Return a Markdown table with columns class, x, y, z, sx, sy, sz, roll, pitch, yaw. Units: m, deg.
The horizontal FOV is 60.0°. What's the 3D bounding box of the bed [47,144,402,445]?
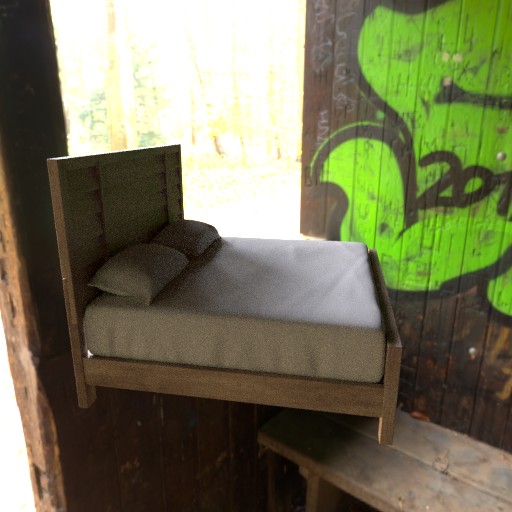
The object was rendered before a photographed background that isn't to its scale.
| class | x | y | z | sx | sy | sz | roll | pitch | yaw |
| --- | --- | --- | --- | --- | --- | --- | --- | --- | --- |
| bed | 0.000 | 0.000 | 3.511 | 2.032 | 1.626 | 2.032 | 3 | 17 | 10 |
